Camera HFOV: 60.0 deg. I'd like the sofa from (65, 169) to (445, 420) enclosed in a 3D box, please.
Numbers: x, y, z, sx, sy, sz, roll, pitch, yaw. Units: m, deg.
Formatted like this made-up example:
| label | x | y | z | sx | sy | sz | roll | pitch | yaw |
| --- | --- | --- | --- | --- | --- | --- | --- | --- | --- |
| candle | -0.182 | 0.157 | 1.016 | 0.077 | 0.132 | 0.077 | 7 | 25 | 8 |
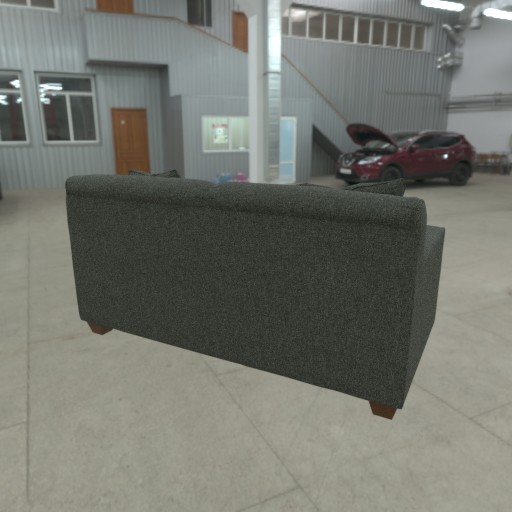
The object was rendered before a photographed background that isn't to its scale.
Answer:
| label | x | y | z | sx | sy | sz | roll | pitch | yaw |
| --- | --- | --- | --- | --- | --- | --- | --- | --- | --- |
| sofa | 0.000 | 0.000 | 2.466 | 1.846 | 0.958 | 0.998 | 8 | 18 | 27 |
